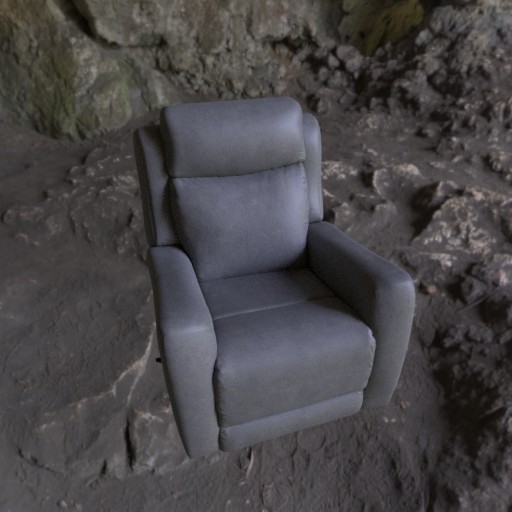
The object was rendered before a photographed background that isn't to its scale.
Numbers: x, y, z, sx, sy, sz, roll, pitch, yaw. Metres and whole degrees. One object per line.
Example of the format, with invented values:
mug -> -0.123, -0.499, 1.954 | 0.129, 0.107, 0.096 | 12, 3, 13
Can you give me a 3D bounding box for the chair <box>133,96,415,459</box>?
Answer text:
chair -> 0.000, 0.000, 1.917 | 0.967, 1.116, 1.068 | -9, 33, -14
